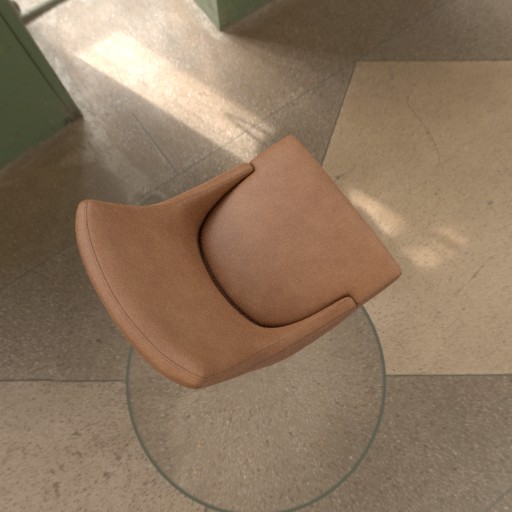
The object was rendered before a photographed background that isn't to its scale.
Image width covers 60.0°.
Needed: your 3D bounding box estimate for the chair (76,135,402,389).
[{"bbox_3d":[0.000,0.000,1.527,0.861,0.909,0.701,-34,78,-8],"label":"chair"}]
